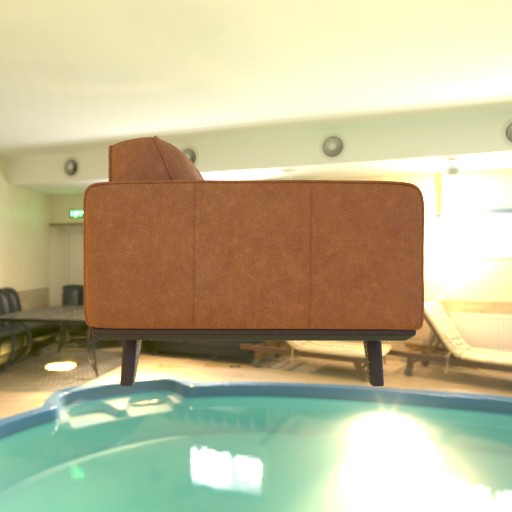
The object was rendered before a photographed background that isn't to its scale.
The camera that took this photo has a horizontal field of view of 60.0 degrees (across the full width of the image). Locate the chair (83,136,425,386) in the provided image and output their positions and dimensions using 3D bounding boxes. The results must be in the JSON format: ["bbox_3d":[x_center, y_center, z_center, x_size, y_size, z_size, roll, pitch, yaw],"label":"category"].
[{"bbox_3d":[0.000,0.000,1.737,0.952,0.782,1.118,0,0,0],"label":"chair"}]
